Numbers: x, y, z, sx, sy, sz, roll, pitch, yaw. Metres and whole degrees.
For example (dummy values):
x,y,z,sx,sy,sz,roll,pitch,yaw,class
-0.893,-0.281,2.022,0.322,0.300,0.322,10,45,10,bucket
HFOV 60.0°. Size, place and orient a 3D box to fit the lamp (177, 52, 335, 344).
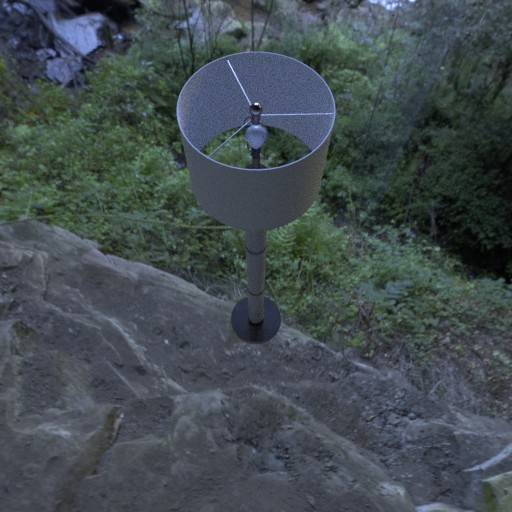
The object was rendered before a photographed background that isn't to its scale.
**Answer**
x,y,z,sx,sy,sz,roll,pitch,yaw,class
0.000,0.000,1.757,0.377,1.599,0.377,33,68,15,lamp
